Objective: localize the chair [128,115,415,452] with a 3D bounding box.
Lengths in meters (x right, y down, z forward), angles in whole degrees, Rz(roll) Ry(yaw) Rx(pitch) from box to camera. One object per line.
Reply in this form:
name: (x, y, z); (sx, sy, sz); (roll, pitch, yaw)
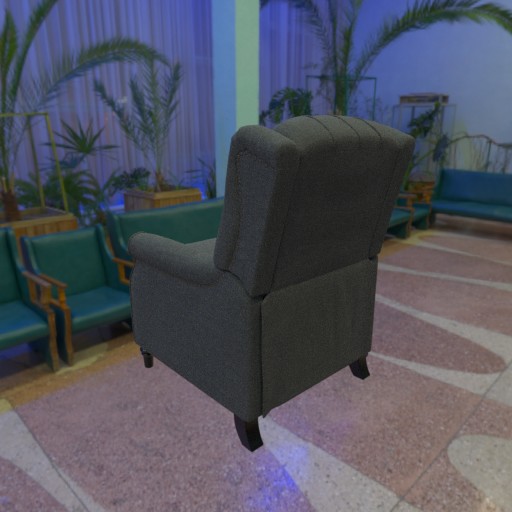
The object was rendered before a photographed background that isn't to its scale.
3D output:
chair: (0.000, 0.000, 1.718); (0.742, 1.035, 0.898); (-15, 22, -41)
